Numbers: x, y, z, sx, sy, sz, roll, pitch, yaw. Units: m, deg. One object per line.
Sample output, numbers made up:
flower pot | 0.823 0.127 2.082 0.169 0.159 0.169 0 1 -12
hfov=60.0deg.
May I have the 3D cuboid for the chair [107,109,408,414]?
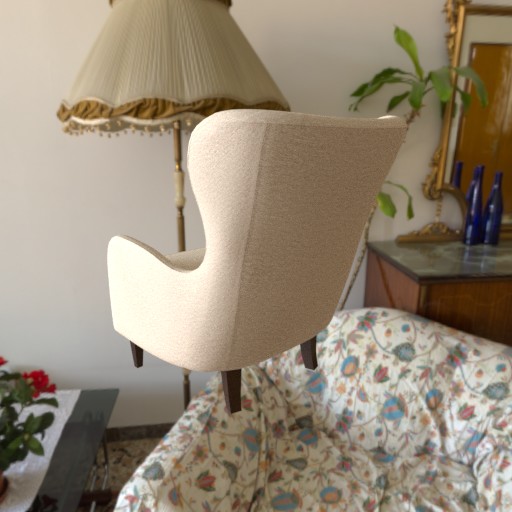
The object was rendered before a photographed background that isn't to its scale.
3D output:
chair | 0.000 0.000 1.762 0.861 1.064 0.984 -14 21 -41
